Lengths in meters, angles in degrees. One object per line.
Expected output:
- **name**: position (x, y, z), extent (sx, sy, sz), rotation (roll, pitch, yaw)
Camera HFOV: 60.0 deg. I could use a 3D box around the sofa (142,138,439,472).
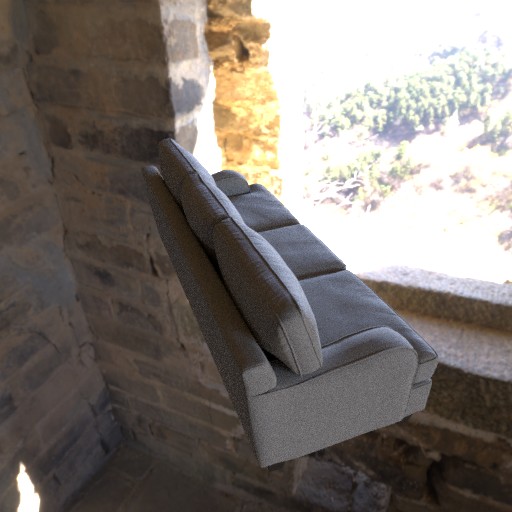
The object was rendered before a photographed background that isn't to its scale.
- **sofa**: position (0.000, 0.000, 2.827), extent (1.016, 0.997, 2.323), rotation (-12, 34, -18)
